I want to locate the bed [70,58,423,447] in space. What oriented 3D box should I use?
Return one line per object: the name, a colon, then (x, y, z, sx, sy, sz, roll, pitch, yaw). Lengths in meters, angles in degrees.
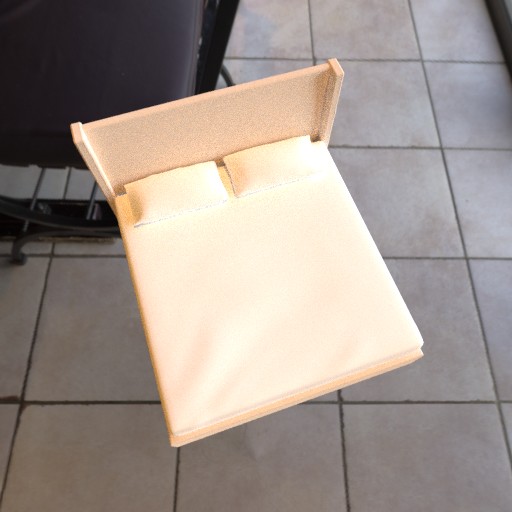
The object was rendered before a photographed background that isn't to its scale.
bed: (0.000, 0.000, 3.642, 2.145, 1.471, 2.293, -17, 66, -8)
